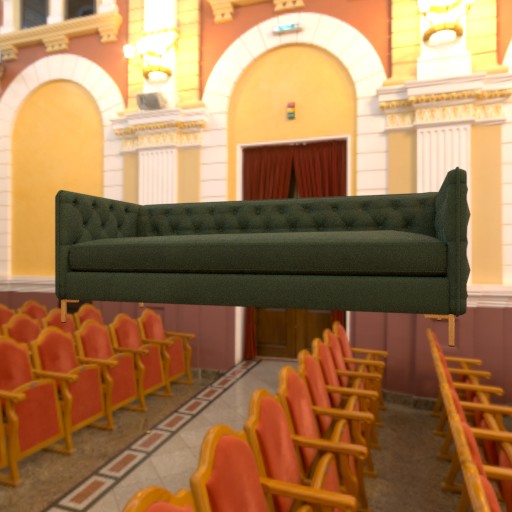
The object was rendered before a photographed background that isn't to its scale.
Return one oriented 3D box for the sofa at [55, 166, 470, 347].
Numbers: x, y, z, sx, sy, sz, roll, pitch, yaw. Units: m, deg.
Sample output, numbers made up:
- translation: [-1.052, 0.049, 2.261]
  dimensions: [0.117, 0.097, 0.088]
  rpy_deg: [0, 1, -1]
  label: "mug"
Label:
- translation: [0.000, 0.000, 2.610]
  dimensions: [2.209, 0.771, 0.895]
  rpy_deg: [0, 0, 19]
  label: "sofa"
